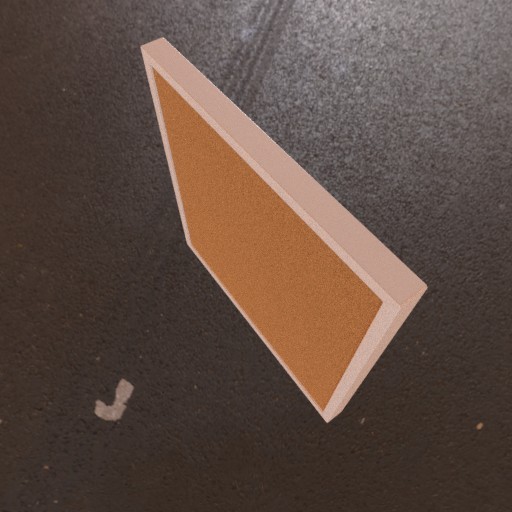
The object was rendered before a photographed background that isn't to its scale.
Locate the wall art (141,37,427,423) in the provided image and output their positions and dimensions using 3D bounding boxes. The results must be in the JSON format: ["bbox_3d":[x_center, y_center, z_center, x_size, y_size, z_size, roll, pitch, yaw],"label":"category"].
[{"bbox_3d":[0.000,0.000,0.742,0.038,0.508,0.508,-32,63,-18],"label":"wall art"}]
